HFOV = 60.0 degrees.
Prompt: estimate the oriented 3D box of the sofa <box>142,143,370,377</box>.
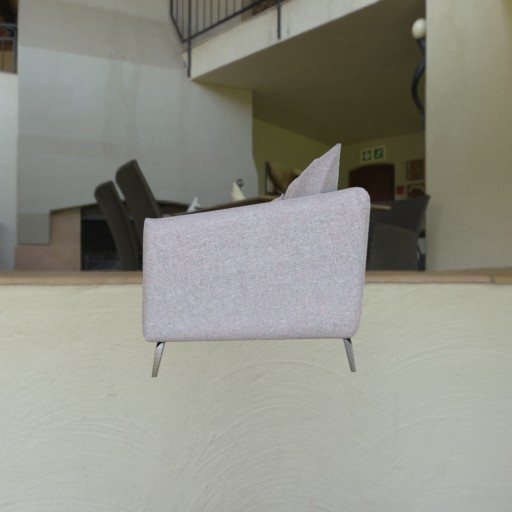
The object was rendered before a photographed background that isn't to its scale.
[{"bbox_3d":[0.000,0.000,2.497,0.809,0.833,2.022,0,0,-1],"label":"sofa"}]
